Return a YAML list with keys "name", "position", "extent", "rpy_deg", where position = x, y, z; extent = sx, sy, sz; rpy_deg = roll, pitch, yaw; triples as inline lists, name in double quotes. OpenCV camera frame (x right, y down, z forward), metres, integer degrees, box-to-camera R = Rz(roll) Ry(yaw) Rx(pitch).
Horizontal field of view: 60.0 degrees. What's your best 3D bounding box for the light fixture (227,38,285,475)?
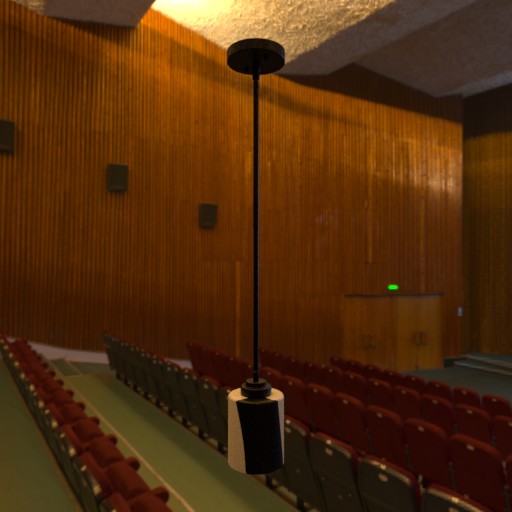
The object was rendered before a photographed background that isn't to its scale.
- name: "light fixture"
  position: [0.000, 0.000, 0.935]
  extent: [0.123, 0.863, 0.123]
  rpy_deg: [0, -1, -35]
